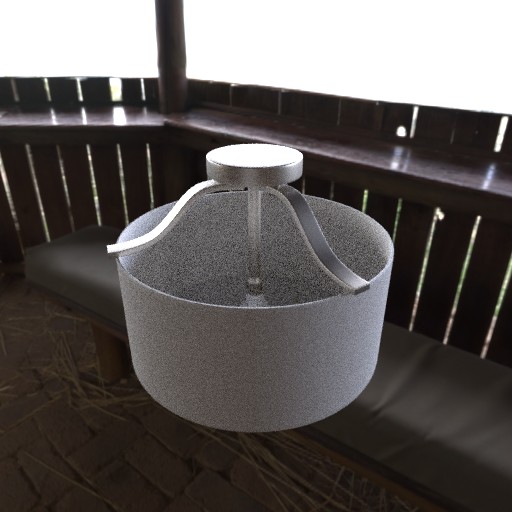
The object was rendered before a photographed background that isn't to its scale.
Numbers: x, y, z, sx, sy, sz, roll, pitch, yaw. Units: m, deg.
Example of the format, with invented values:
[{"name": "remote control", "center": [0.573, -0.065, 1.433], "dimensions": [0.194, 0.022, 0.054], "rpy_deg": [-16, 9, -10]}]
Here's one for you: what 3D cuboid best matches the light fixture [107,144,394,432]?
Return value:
[{"name": "light fixture", "center": [0.000, 0.000, 0.653], "dimensions": [0.395, 0.304, 0.395], "rpy_deg": [0, 27, 0]}]
